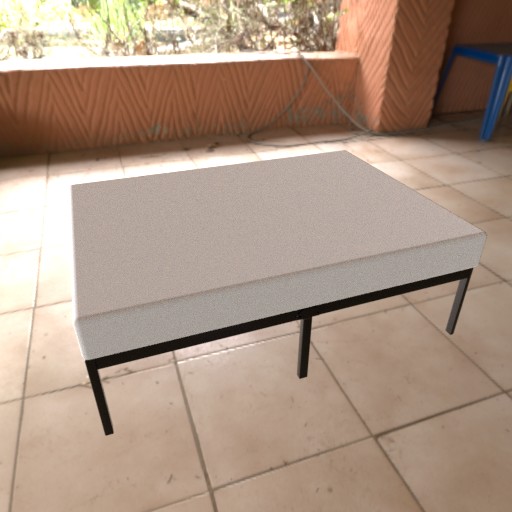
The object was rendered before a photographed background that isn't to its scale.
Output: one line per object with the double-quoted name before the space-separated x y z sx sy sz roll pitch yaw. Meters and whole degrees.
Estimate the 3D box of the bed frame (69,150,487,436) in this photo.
"bed frame" 0.000 0.000 2.637 1.956 0.659 1.408 -11 33 -17
